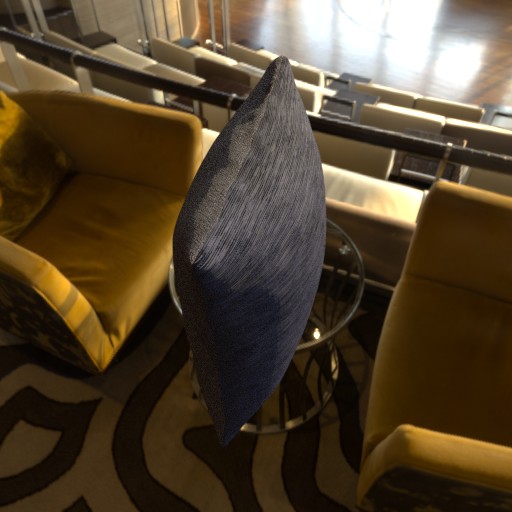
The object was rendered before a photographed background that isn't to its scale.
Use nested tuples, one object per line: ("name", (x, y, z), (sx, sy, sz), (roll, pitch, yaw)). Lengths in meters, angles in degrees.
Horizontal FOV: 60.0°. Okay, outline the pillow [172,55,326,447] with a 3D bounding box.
("pillow", (0.000, 0.000, 0.680), (0.204, 0.439, 0.452), (9, 47, 9))
